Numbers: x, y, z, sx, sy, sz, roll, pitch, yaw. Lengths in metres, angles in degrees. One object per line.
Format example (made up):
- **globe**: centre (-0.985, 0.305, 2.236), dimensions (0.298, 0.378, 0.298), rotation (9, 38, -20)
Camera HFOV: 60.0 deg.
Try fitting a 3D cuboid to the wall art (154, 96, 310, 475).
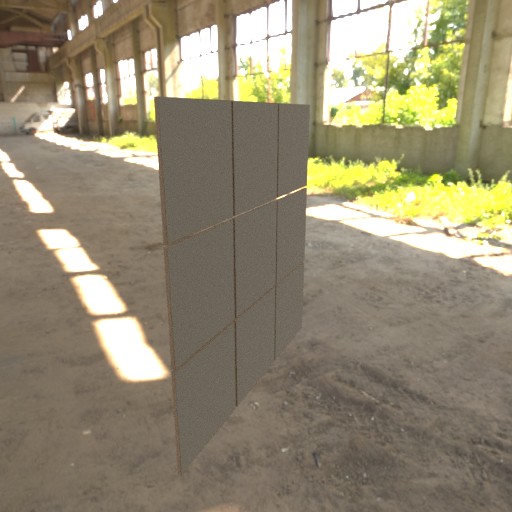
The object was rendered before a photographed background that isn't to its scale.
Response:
- **wall art**: centre (0.000, 0.000, 1.397), dimensions (0.010, 0.917, 0.919), rotation (8, 20, 24)
